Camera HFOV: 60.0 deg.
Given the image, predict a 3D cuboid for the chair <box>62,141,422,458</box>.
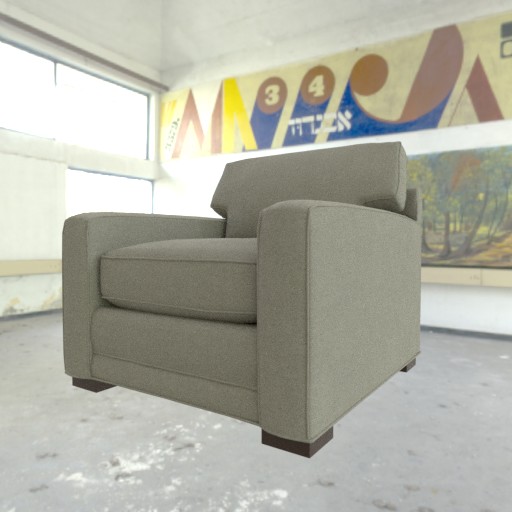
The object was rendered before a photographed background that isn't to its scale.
[{"bbox_3d":[0.000,0.000,1.719,0.999,0.934,1.044,1,2,34],"label":"chair"}]
